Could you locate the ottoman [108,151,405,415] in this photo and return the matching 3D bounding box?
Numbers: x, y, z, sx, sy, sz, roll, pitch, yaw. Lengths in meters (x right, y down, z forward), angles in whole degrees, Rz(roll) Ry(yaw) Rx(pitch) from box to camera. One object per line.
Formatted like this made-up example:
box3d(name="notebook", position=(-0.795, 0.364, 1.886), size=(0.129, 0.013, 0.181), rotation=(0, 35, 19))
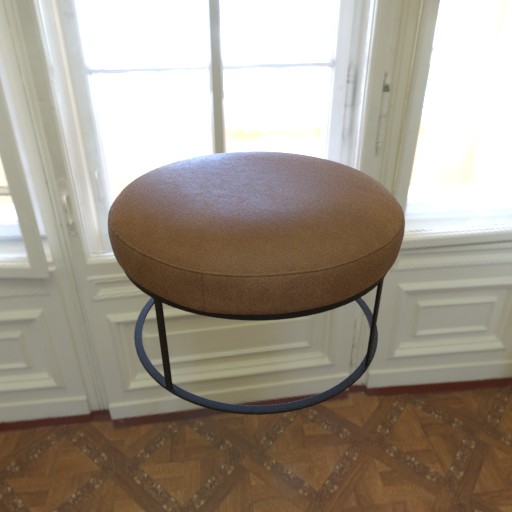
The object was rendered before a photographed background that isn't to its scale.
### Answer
box3d(name="ottoman", position=(0.000, 0.000, 1.268), size=(0.771, 0.460, 0.771), rotation=(0, 29, 0))
